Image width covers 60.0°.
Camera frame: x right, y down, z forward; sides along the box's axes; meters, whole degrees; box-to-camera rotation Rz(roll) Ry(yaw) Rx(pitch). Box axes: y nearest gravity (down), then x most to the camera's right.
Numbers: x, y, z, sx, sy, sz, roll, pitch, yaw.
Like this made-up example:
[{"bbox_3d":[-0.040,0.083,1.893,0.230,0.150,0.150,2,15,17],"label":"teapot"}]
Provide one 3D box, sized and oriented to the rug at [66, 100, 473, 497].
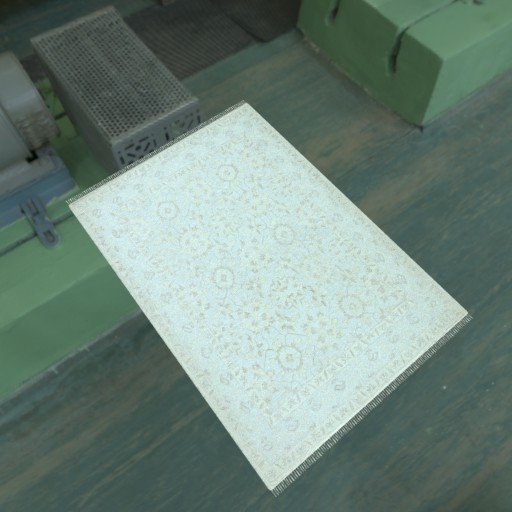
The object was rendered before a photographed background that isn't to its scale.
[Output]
[{"bbox_3d":[0.000,0.000,2.804,1.514,0.011,2.233,-35,68,-16],"label":"rug"}]
